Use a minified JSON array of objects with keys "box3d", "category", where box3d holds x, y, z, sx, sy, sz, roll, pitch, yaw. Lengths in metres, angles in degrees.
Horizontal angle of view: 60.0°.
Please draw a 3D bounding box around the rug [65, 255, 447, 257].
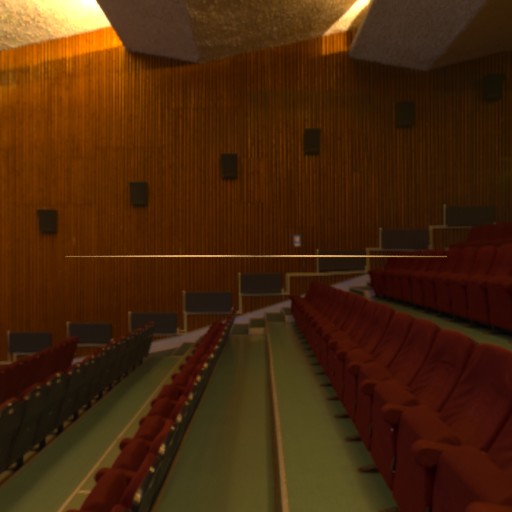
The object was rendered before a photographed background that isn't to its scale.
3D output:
[{"box3d":[0.000,0.000,2.979,1.519,0.003,2.453,0,0,0],"category":"rug"}]
